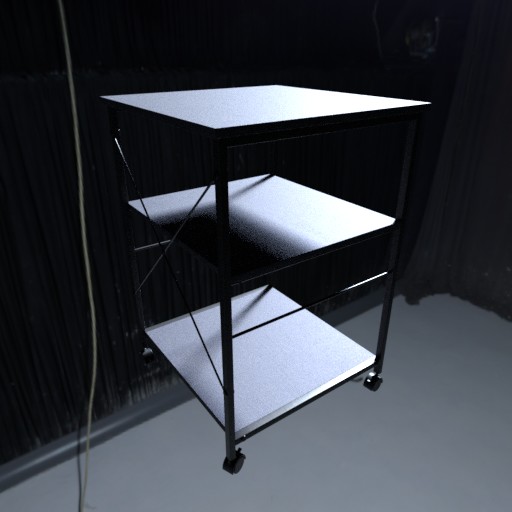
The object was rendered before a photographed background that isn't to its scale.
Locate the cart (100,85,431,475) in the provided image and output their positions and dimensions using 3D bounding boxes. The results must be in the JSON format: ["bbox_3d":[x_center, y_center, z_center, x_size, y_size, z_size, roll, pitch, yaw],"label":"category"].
[{"bbox_3d":[0.000,0.000,1.138,0.520,0.762,0.521,-17,31,-32],"label":"cart"}]
